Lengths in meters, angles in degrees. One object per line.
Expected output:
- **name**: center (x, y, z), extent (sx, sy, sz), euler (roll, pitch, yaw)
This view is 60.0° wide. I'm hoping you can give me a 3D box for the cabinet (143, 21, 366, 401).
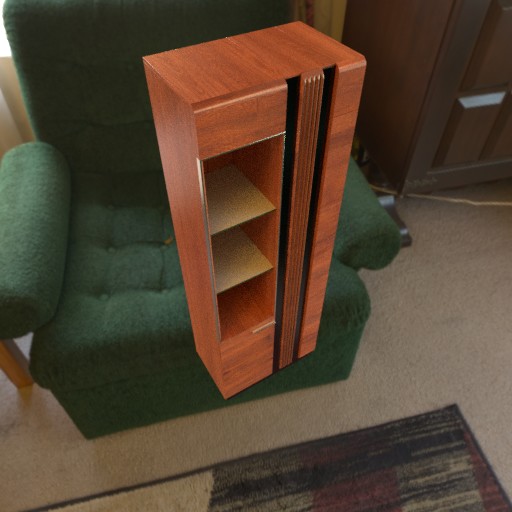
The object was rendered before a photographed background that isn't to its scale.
- **cabinet**: center (0.000, 0.000, 2.242), extent (0.660, 1.980, 0.420), euler (-24, 51, -21)
